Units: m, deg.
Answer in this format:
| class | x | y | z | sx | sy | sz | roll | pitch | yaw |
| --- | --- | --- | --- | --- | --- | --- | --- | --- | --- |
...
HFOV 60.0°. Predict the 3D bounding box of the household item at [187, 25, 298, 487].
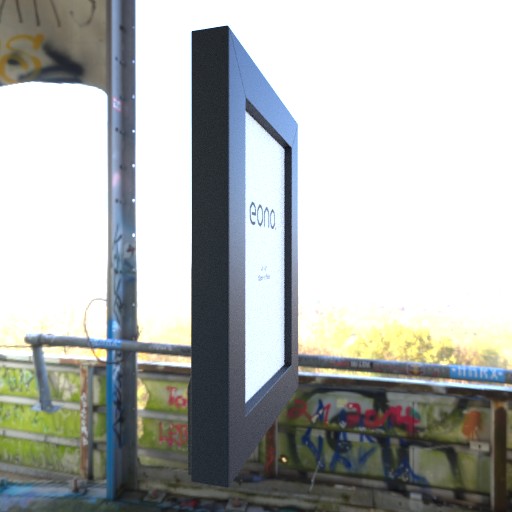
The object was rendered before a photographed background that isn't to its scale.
| class | x | y | z | sx | sy | sz | roll | pitch | yaw |
| --- | --- | --- | --- | --- | --- | --- | --- | --- | --- |
| household item | 0.000 | 0.000 | 0.236 | 0.022 | 0.178 | 0.133 | 0 | 0 | 17 |
